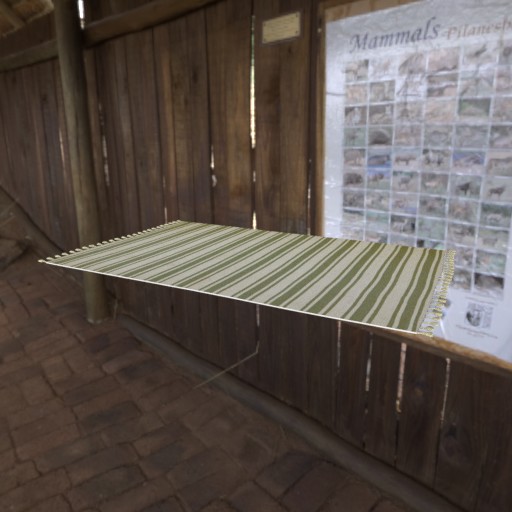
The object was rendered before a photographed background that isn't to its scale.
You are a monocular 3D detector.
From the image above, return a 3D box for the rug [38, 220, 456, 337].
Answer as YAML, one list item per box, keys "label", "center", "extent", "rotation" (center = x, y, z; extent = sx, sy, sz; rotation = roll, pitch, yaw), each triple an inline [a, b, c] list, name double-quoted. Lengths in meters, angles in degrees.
- label: "rug"
  center: [0.000, 0.000, 2.306]
  extent: [1.875, 0.013, 1.162]
  rotation: [8, 18, 26]
